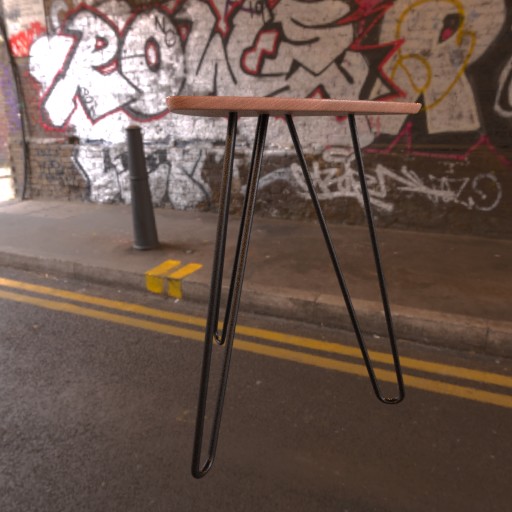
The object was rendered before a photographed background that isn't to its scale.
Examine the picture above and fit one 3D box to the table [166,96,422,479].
[{"bbox_3d":[0.000,0.000,0.877,0.442,0.564,0.455,-8,18,-27],"label":"table"}]
